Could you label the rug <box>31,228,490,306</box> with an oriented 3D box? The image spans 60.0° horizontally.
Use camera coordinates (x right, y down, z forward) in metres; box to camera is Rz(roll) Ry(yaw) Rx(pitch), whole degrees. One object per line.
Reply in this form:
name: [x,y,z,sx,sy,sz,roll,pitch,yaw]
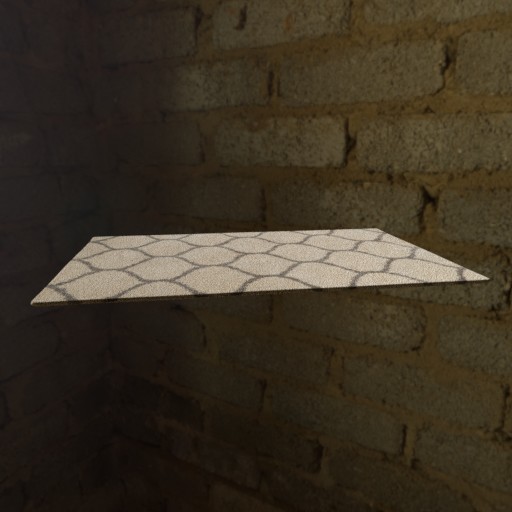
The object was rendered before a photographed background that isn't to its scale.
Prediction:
rug: [0.000,0.000,2.933,2.348,0.024,1.501,-2,14,-9]
